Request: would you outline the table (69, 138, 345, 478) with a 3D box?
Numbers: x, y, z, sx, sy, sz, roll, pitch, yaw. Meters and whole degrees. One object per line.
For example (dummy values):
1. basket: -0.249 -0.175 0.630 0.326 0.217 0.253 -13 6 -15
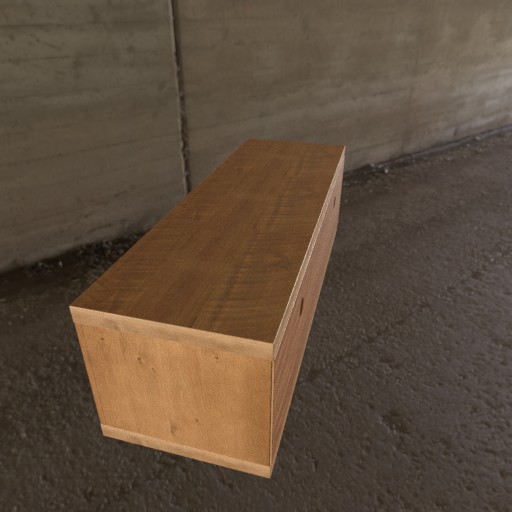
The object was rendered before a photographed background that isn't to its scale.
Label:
1. table: 0.000 0.000 1.735 0.499 0.491 1.499 8 31 13
